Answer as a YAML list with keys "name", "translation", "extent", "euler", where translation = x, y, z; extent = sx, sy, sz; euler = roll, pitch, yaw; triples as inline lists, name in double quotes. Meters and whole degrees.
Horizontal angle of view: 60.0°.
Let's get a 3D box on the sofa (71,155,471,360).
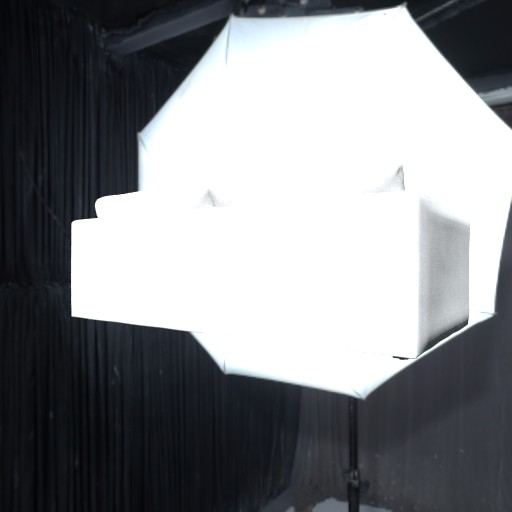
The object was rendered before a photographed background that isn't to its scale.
- name: "sofa"
  translation: [0.000, 0.000, 2.724]
  extent: [2.588, 0.838, 1.090]
  euler: [0, -1, 35]
